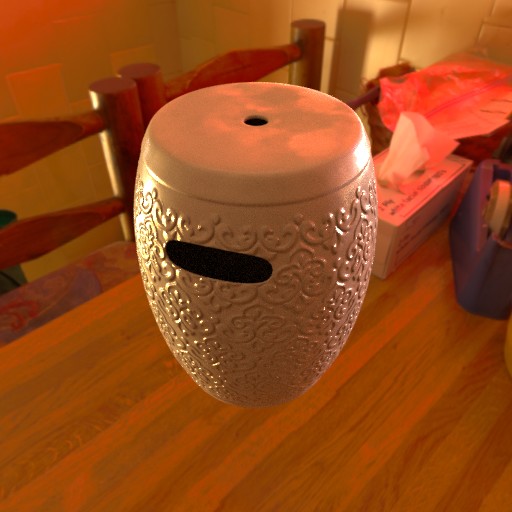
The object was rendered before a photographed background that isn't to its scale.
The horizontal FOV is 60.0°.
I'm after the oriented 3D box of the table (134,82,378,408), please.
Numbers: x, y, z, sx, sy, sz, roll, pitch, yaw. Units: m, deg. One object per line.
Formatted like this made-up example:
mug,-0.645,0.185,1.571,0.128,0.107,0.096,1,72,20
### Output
table,0.000,0.000,0.612,0.309,0.397,0.309,0,41,0
